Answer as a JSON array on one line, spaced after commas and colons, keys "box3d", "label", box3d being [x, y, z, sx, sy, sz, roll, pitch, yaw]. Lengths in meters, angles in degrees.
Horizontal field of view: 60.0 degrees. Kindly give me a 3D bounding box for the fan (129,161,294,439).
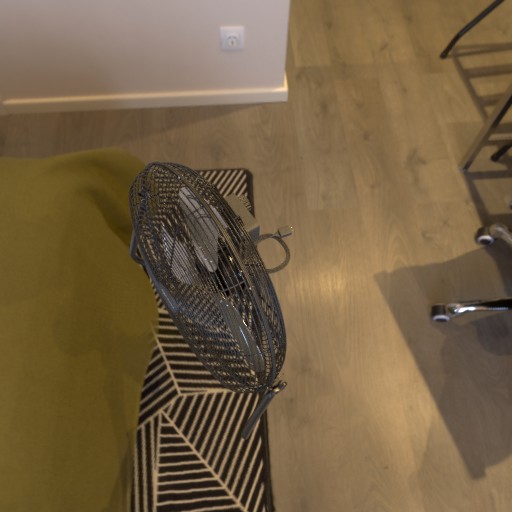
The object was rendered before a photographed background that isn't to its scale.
[{"box3d": [0.000, 0.000, 1.019, 0.470, 0.605, 0.595, -31, 67, -15], "label": "fan"}]
